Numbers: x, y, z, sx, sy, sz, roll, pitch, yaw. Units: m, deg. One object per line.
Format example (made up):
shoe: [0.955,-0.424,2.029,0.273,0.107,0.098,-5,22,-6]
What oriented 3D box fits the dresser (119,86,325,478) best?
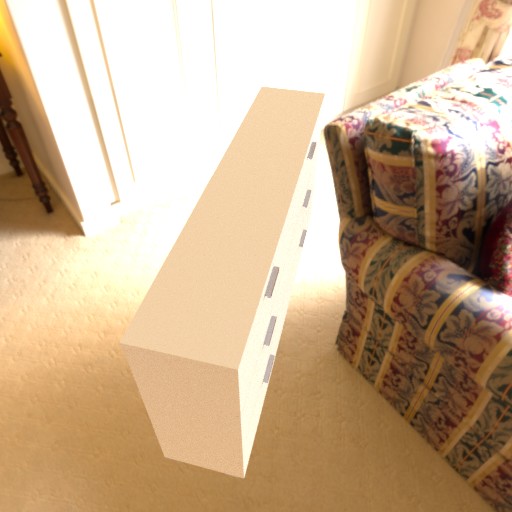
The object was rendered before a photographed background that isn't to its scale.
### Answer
dresser: [0.000,0.000,1.910,0.333,0.790,1.535,10,46,10]
